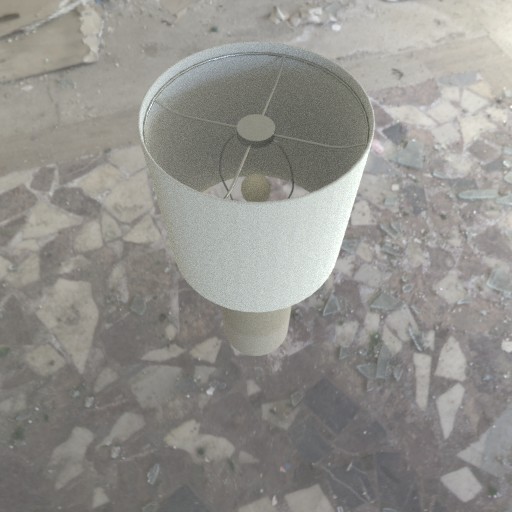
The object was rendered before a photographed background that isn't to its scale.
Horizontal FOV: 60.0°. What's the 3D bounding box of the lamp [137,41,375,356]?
[{"bbox_3d":[0.000,0.000,0.607,0.212,0.493,0.212,14,59,9],"label":"lamp"}]
